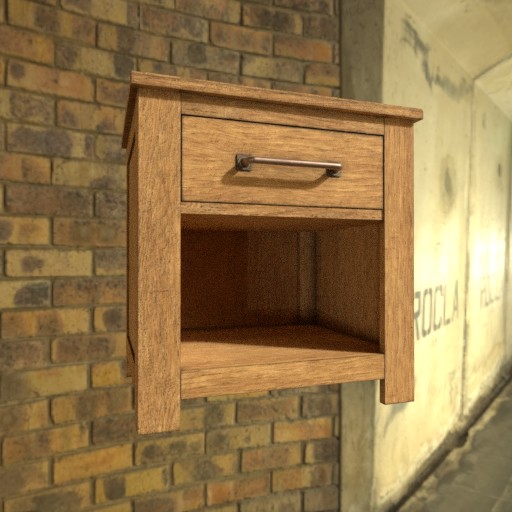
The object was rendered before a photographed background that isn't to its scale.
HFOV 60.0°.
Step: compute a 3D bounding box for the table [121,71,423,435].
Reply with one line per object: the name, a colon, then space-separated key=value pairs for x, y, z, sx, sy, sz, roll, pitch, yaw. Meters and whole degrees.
table: x=0.000 y=0.000 z=1.058 sx=0.601 sy=0.625 sz=0.494 roll=0 pitch=0 yaw=-19
